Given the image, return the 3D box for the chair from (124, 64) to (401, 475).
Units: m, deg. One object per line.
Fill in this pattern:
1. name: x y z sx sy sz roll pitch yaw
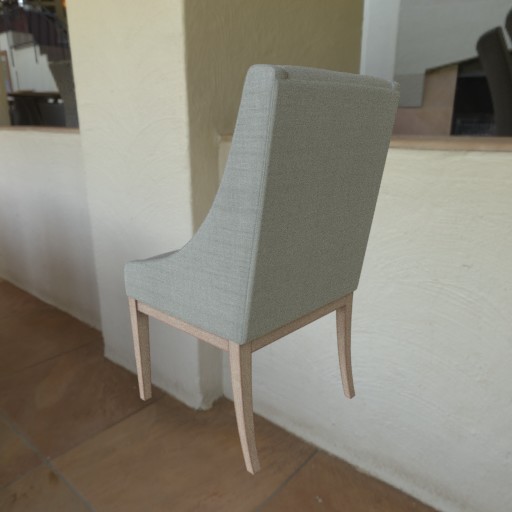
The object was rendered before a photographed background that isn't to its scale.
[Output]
1. chair: 0.000 0.000 1.373 0.611 1.021 0.575 16 23 42
